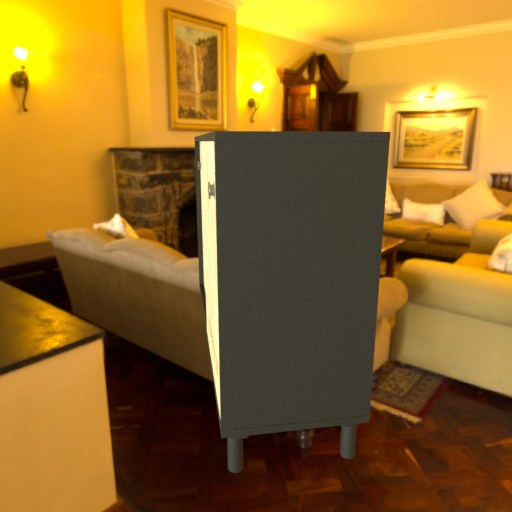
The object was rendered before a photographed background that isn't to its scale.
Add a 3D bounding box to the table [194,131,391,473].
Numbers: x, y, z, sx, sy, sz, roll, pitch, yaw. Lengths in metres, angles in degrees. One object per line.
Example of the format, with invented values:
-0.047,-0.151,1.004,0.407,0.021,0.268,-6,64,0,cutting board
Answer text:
0.000,0.000,1.627,0.400,0.855,1.200,-2,15,-9,table
